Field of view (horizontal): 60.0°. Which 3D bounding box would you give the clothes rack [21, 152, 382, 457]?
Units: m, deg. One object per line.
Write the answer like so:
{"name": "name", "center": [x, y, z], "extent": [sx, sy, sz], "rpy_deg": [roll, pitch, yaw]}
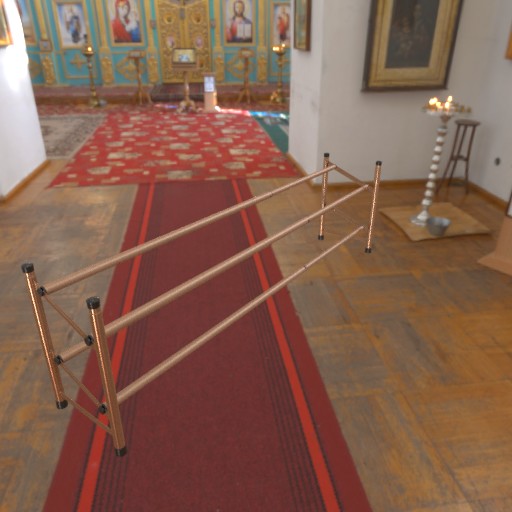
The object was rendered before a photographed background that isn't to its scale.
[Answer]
{"name": "clothes rack", "center": [0.000, 0.000, 1.256], "extent": [0.229, 0.349, 1.168], "rpy_deg": [18, 31, 33]}
